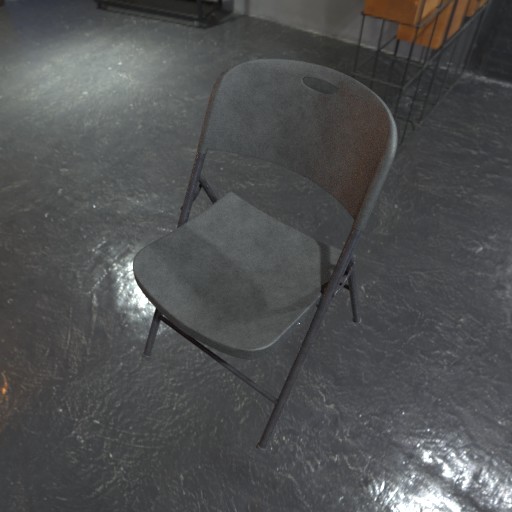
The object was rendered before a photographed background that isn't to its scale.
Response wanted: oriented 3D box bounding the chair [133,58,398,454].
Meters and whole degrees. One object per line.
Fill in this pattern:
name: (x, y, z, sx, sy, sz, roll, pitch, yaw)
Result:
chair: (0.000, 0.000, 1.168, 0.494, 0.810, 0.566, 30, 55, 24)
